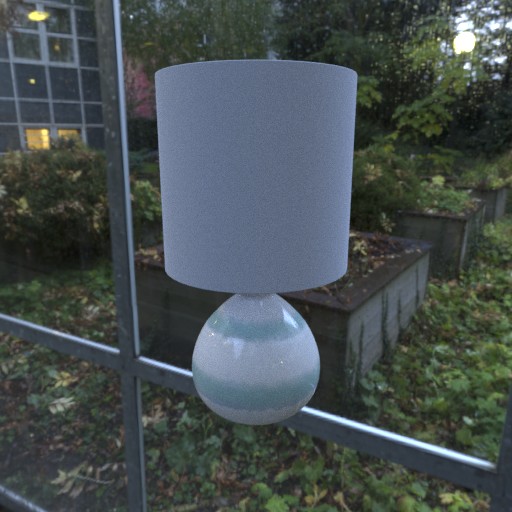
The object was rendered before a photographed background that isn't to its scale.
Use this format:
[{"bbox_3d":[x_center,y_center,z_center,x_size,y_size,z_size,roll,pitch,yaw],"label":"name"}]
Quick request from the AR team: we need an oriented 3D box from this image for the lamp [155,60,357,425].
[{"bbox_3d":[0.000,0.000,0.535,0.217,0.404,0.217,-13,19,-41],"label":"lamp"}]
